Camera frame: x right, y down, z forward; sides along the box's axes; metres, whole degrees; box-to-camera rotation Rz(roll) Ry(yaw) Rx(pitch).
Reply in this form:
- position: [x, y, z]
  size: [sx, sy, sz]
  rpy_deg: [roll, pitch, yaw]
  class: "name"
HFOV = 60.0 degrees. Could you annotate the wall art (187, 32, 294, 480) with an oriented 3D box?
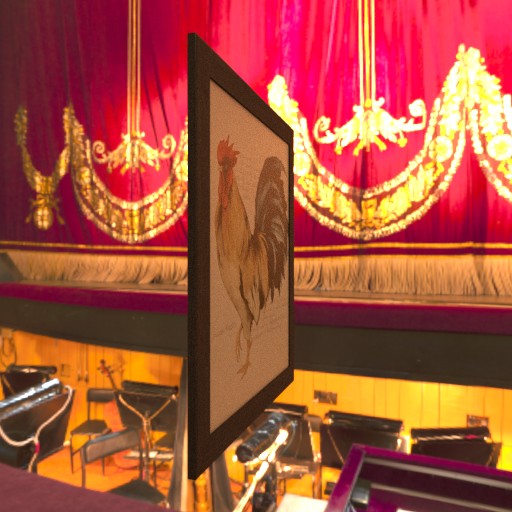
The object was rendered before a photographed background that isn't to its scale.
- position: [0.000, 0.000, 0.788]
  size: [0.013, 0.570, 0.476]
  rpy_deg: [0, 0, 20]
  class: "wall art"
